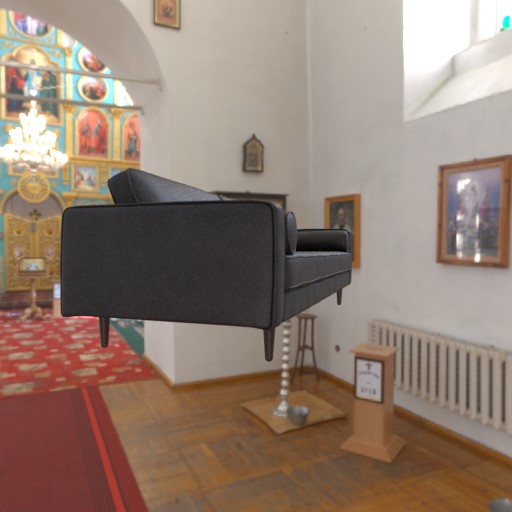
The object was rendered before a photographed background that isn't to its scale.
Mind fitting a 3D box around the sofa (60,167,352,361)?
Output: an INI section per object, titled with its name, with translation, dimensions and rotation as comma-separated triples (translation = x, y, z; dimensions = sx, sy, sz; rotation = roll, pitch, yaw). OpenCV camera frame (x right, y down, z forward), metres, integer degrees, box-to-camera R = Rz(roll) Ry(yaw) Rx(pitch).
[sofa]
translation = 0.000, 0.000, 2.625
dimensions = 0.914, 0.762, 2.210
rotation = 0, 1, 19
